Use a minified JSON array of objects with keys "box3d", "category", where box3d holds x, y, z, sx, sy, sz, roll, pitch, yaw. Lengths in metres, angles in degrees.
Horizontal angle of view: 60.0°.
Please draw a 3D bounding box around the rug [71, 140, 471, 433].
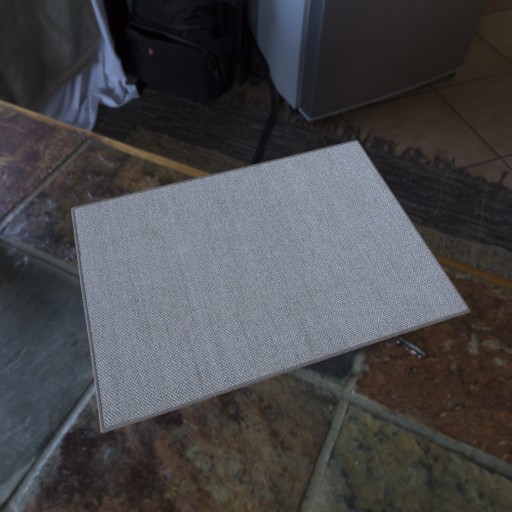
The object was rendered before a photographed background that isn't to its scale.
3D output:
[{"box3d":[0.000,0.000,2.761,2.115,0.013,1.517,-15,58,-10],"category":"rug"}]
